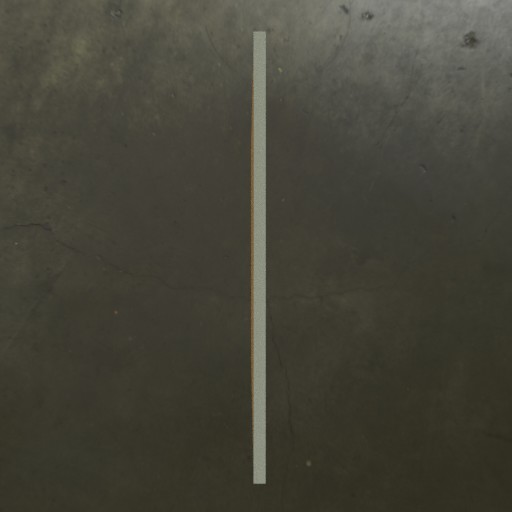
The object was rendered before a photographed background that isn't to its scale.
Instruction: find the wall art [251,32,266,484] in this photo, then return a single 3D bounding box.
[{"bbox_3d":[0.000,0.000,1.191,0.022,0.803,0.805,0,91,-1],"label":"wall art"}]
